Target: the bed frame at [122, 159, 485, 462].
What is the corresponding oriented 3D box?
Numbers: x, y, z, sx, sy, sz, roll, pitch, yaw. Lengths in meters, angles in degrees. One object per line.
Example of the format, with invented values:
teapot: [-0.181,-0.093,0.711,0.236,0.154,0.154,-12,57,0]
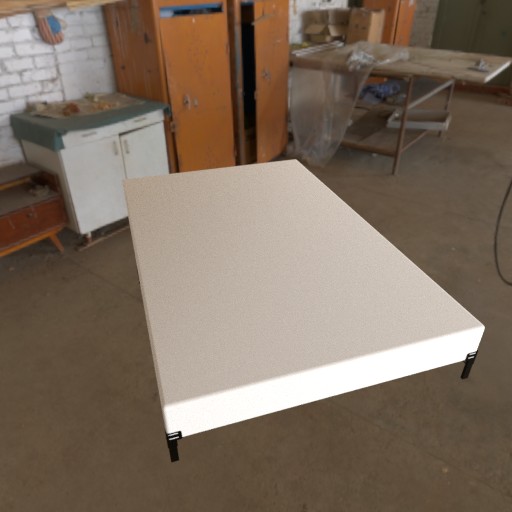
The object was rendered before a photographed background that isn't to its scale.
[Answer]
bed frame: [0.000,0.000,3.696,1.930,0.440,2.987,-10,34,-15]
